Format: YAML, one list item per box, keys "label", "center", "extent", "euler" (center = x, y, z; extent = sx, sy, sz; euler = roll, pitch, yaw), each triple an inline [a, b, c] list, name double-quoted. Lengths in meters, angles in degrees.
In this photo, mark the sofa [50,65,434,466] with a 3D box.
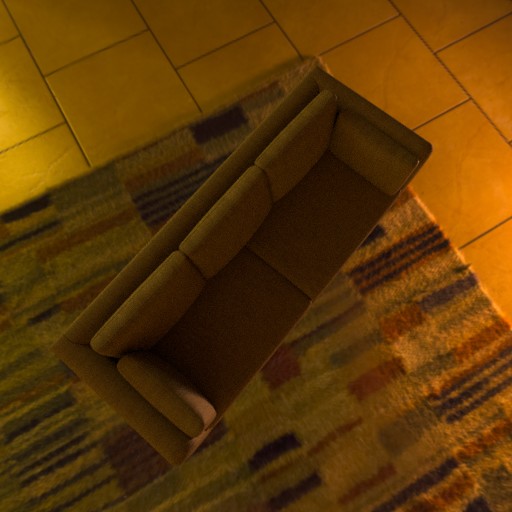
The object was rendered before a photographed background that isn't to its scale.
- label: "sofa"
  center: [0.000, 0.000, 2.911]
  extent: [0.969, 0.867, 2.415]
  euler: [39, 78, 10]
